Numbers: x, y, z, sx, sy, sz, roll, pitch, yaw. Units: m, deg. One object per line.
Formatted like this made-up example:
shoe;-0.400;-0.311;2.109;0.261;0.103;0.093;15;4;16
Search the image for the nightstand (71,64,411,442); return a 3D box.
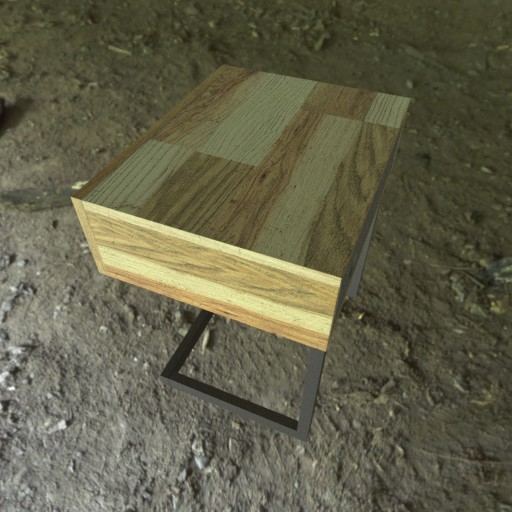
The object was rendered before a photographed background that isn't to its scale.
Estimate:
nightstand;0.000;0.000;1.055;0.481;0.632;0.558;17;48;16
